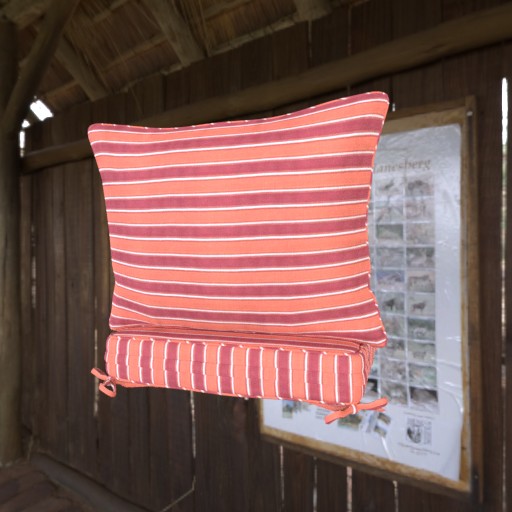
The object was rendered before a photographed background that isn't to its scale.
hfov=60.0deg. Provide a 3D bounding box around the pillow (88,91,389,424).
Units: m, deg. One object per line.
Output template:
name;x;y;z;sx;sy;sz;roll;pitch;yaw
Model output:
pillow;0.000;0.000;1.355;0.799;0.723;0.733;0;1;19
